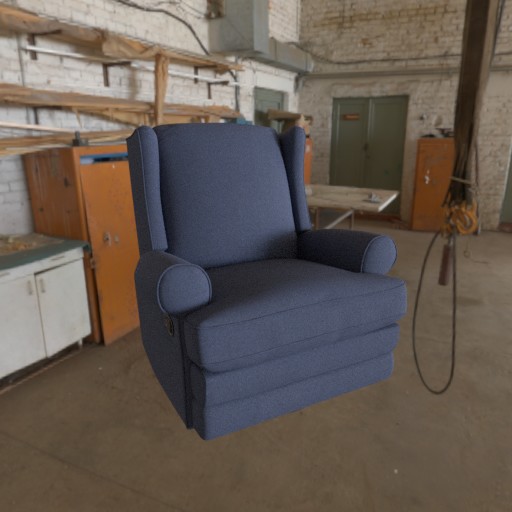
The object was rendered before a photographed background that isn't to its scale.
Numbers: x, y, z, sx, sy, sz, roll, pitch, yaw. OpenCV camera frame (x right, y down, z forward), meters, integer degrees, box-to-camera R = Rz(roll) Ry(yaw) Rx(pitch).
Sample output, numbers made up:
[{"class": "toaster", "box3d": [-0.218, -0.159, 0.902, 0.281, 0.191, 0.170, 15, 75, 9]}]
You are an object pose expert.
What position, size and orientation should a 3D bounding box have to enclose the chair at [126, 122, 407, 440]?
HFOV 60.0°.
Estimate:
[{"class": "chair", "box3d": [0.000, 0.000, 1.759, 0.971, 1.020, 0.877, -9, 18, -27]}]
